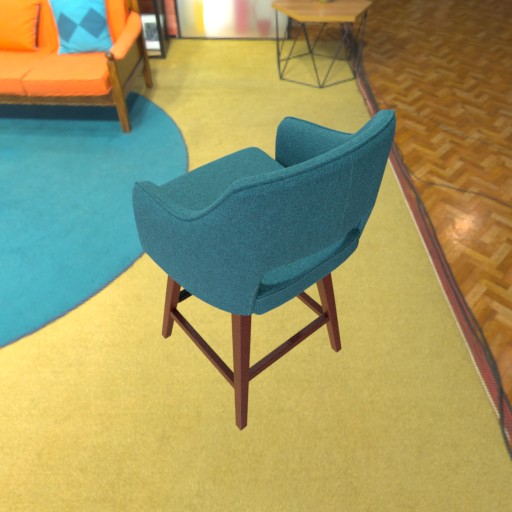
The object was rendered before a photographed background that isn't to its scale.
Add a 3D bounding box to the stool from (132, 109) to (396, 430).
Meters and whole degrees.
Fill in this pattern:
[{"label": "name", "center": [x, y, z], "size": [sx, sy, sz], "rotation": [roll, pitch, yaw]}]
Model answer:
[{"label": "stool", "center": [0.000, 0.000, 1.285], "size": [0.548, 0.961, 0.556], "rotation": [-31, 53, -27]}]
